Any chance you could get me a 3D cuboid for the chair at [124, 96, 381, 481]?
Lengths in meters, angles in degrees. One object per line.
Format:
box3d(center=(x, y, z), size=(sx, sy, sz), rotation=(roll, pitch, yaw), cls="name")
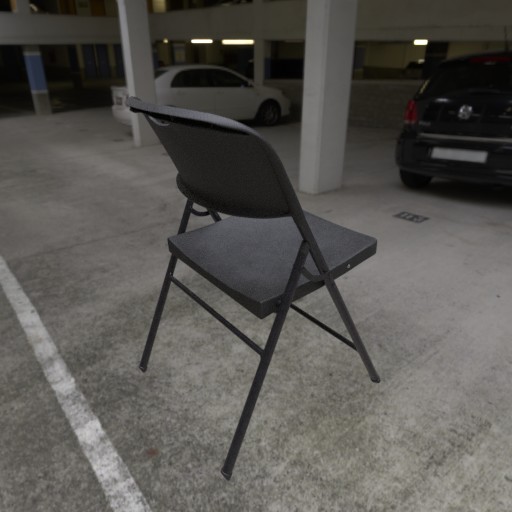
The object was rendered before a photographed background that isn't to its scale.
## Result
box3d(center=(0.000, 0.000, 1.164), size=(0.566, 0.810, 0.494), rotation=(-18, 32, -33), cls="chair")
